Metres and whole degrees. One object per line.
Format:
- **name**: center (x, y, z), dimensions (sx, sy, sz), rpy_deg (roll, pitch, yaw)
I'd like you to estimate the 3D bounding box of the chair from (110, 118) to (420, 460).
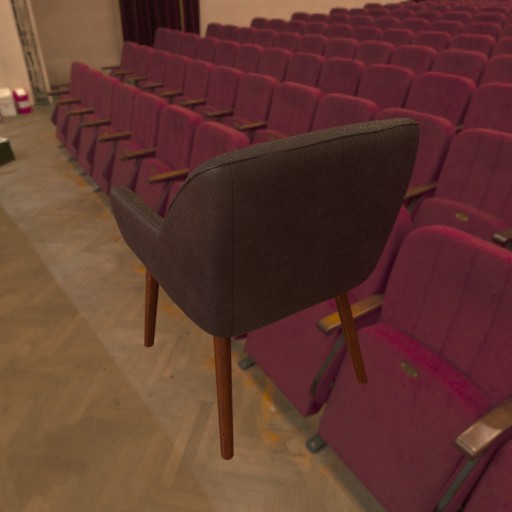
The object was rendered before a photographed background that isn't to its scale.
- **chair**: center (0.000, 0.000, 1.235), dimensions (0.610, 0.828, 0.610), rpy_deg (-18, 36, -27)
